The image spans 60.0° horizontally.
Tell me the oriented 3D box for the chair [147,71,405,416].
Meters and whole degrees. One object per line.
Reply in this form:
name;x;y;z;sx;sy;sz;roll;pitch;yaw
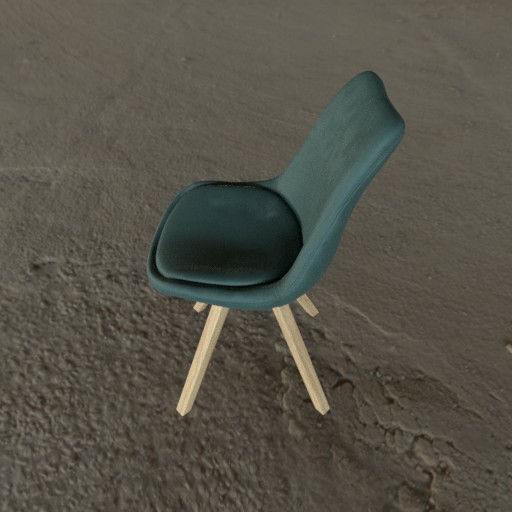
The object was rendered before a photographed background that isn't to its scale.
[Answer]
chair;0.000;0.000;1.165;0.547;0.865;0.483;1;41;1
